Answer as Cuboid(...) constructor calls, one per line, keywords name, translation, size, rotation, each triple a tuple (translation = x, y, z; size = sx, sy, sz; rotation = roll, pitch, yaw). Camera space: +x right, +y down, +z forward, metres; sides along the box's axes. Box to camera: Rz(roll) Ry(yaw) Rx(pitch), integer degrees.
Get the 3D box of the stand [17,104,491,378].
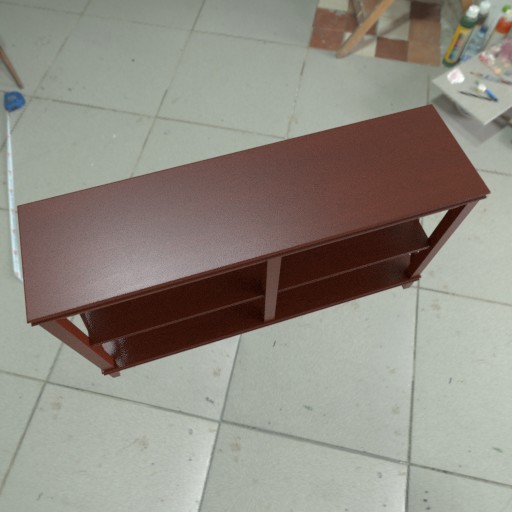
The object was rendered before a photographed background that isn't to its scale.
Cuboid(name="stand", translation=(0.000, 0.000, 1.667), size=(1.372, 0.762, 0.381), rotation=(-16, 64, -8))
